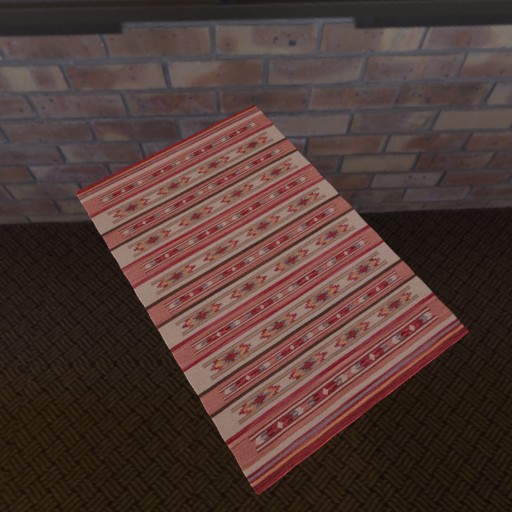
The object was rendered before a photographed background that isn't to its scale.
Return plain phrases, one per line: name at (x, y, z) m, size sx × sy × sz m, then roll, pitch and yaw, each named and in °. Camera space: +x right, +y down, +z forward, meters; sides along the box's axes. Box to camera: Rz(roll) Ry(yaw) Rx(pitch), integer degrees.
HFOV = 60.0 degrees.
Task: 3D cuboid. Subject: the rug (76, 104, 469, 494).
rug at (0.000, 0.000, 2.303) m, size 1.223 × 0.008 × 1.817 m, roll -31°, pitch 66°, yaw -15°
